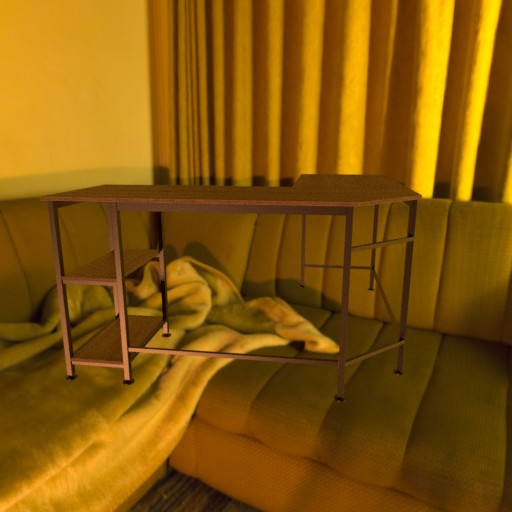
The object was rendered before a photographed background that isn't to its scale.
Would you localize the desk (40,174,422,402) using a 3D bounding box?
[{"bbox_3d":[0.000,0.000,2.260,1.379,0.739,1.379,2,14,8],"label":"desk"}]
